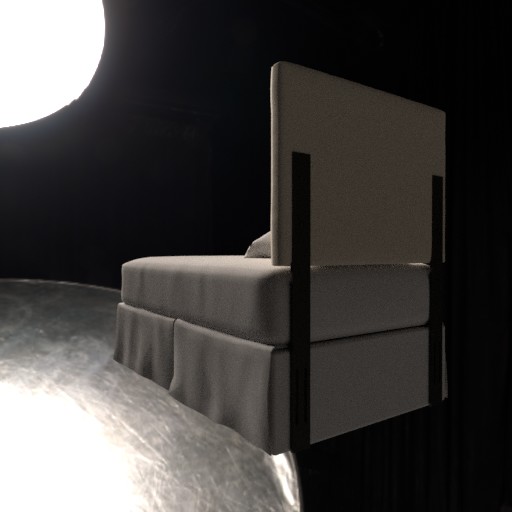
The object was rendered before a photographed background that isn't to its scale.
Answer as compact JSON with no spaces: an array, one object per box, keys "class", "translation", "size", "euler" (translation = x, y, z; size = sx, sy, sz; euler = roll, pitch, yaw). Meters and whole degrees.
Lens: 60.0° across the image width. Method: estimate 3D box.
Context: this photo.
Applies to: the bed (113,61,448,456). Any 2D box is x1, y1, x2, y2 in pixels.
[{"class":"bed","translation":[0.000,0.000,2.870],"size":[1.261,1.571,1.997],"euler":[0,1,-35]}]
